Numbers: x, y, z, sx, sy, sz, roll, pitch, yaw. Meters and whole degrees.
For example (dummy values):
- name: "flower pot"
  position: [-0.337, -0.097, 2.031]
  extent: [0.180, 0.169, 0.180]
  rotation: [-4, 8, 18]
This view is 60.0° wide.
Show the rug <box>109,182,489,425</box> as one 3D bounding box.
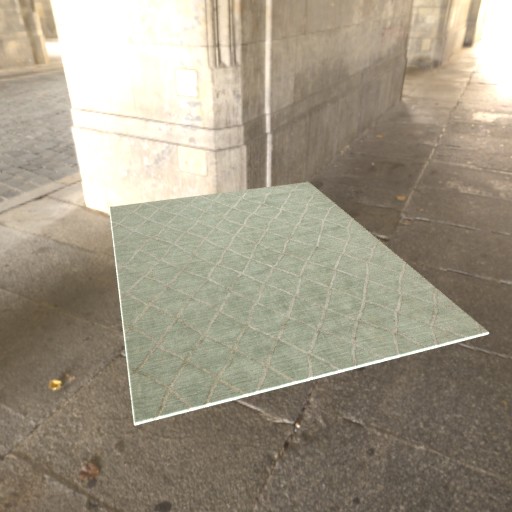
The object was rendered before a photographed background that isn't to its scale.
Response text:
- name: "rug"
  position: [0.000, 0.000, 4.002]
  extent: [2.420, 0.019, 3.039]
  rotation: [-10, 32, -16]
